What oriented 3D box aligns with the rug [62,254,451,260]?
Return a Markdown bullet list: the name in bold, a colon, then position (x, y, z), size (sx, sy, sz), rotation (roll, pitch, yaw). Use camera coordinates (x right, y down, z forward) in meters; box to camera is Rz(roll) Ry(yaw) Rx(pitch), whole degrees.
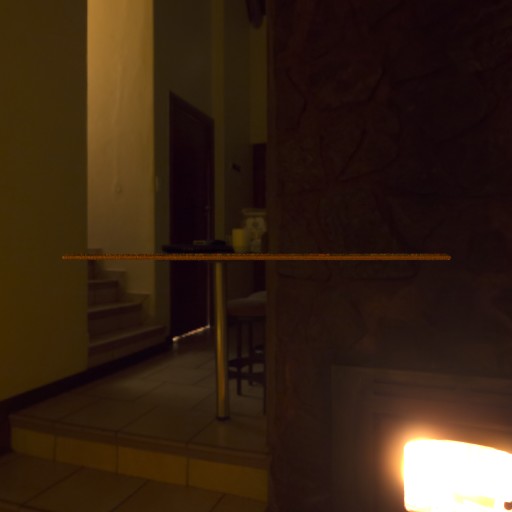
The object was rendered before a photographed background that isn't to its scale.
- **rug**: position (0.000, 0.000, 2.904), size (1.588, 0.024, 2.204), rotation (0, 0, 0)
